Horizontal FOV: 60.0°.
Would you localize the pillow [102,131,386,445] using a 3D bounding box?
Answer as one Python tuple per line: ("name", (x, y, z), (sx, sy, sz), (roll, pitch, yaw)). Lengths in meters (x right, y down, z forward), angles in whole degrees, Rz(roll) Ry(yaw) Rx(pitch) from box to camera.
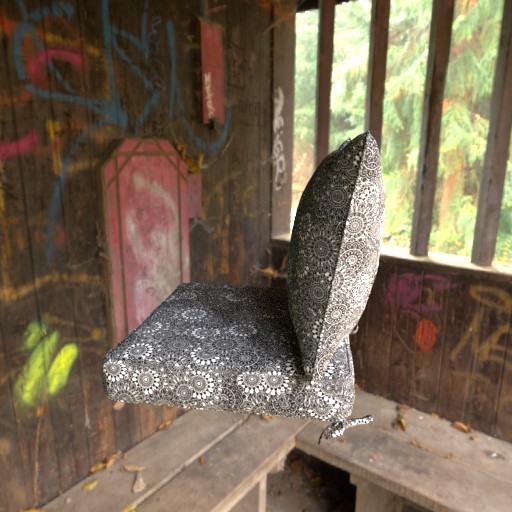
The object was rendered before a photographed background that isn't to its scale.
("pillow", (0.000, 0.000, 1.367), (0.740, 0.722, 0.798), (2, 14, 9))
